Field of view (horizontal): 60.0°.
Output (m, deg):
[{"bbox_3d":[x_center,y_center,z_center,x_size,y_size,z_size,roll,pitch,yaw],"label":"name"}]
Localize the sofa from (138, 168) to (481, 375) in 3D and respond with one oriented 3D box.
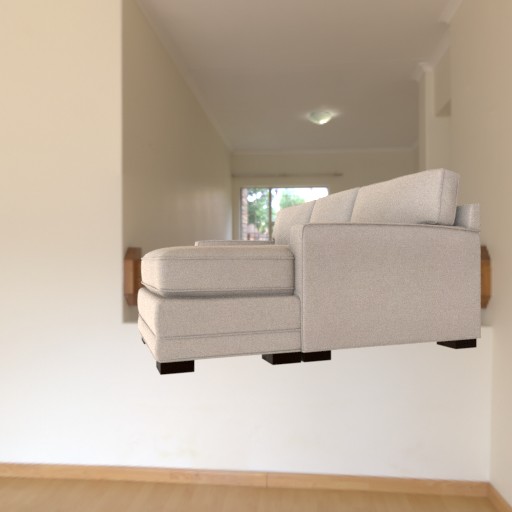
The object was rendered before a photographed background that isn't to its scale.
[{"bbox_3d":[0.000,0.000,2.791,1.496,0.861,2.087,0,0,-20],"label":"sofa"}]
